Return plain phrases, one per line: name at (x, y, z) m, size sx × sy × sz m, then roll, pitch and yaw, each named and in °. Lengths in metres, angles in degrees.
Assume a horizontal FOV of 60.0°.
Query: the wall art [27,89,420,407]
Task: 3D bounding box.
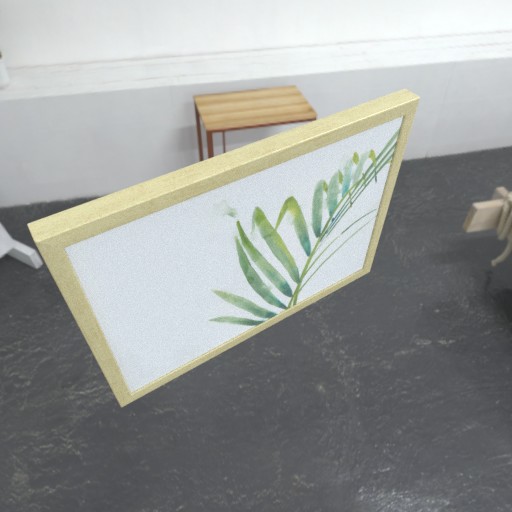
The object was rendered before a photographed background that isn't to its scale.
wall art at (0.000, 0.000, 0.679) m, size 0.533 × 0.381 × 0.032 m, roll -25°, pitch 52°, yaw -21°
